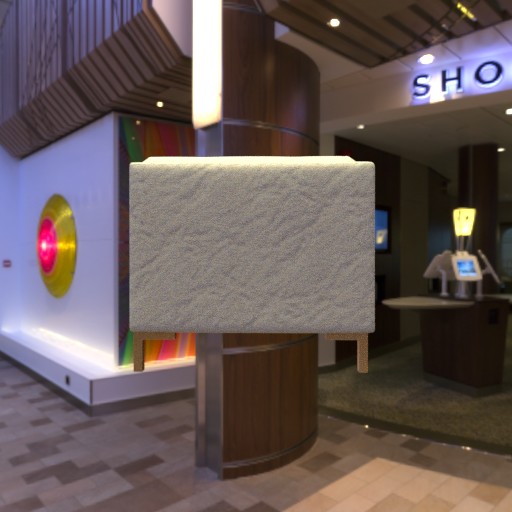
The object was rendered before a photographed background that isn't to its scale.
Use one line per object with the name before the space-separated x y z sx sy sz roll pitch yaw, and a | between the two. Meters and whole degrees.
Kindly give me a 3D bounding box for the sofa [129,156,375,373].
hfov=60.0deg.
sofa | 0.000 0.000 2.410 0.796 0.705 2.102 0 1 1
